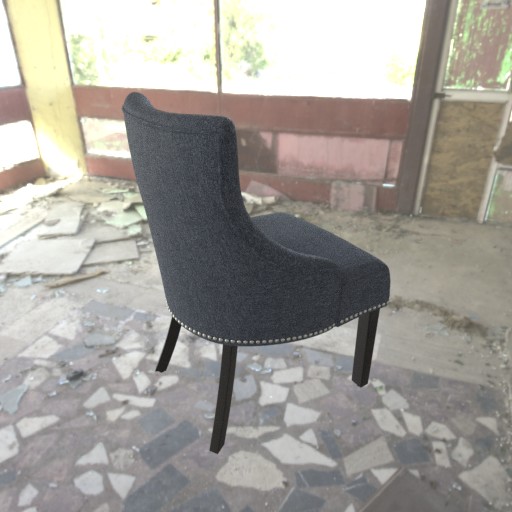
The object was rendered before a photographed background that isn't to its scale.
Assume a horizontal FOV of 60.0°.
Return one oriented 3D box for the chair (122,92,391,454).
[{"bbox_3d":[0.000,0.000,1.321,0.629,0.909,0.566,-17,31,-30],"label":"chair"}]
